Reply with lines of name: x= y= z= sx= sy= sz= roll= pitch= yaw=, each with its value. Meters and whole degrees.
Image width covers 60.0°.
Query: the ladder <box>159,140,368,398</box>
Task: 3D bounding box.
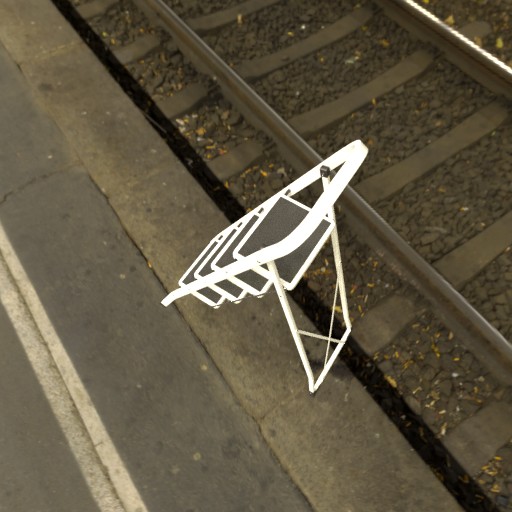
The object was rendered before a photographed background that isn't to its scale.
ladder: x=0.000 y=0.000 z=1.738 sx=0.914 sy=1.265 sz=0.460 roll=30 pitch=66 yaw=15
